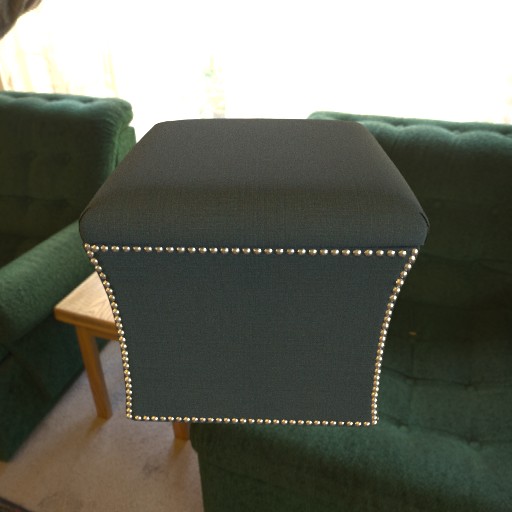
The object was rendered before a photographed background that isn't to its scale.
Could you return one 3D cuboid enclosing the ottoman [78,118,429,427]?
[{"bbox_3d":[0.000,0.000,0.910,0.507,0.475,0.497,1,31,2],"label":"ottoman"}]
